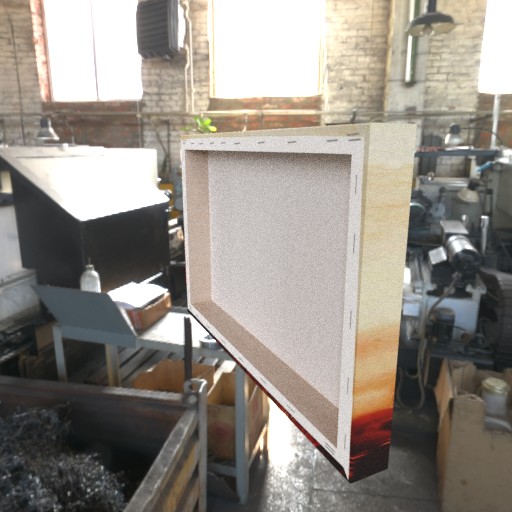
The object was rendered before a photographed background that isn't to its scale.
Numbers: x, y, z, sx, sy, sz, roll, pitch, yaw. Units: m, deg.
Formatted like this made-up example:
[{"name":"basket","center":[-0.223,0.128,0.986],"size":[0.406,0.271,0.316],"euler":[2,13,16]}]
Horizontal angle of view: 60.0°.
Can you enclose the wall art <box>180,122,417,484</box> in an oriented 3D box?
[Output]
[{"name":"wall art","center":[0.000,0.000,0.464],"size":[0.037,0.251,0.383],"euler":[-7,16,-25]}]
